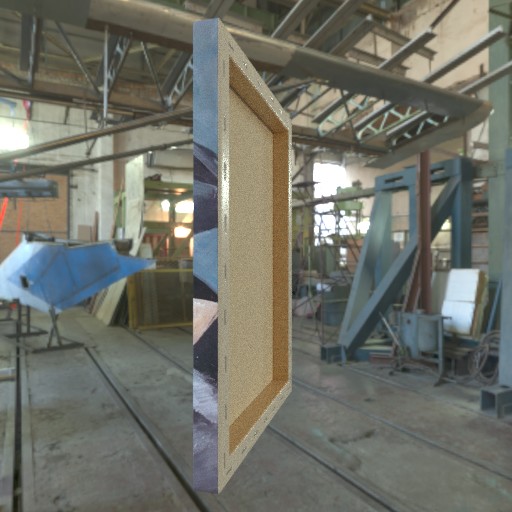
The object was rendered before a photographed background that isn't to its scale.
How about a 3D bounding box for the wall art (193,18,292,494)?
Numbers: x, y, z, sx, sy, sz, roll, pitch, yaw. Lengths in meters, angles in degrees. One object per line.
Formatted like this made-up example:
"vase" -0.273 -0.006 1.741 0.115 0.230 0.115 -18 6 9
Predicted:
"wall art" 0.000 0.000 0.789 0.037 0.613 0.455 0 0 16
